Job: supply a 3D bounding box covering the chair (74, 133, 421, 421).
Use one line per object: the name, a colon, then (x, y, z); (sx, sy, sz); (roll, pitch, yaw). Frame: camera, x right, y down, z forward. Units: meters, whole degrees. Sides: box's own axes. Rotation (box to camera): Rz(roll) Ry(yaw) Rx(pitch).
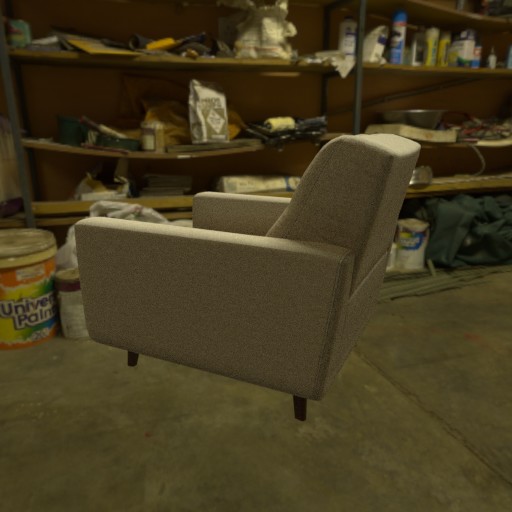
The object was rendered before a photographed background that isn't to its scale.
chair: (0.000, 0.000, 1.814); (1.128, 0.965, 0.897); (8, 18, 25)
